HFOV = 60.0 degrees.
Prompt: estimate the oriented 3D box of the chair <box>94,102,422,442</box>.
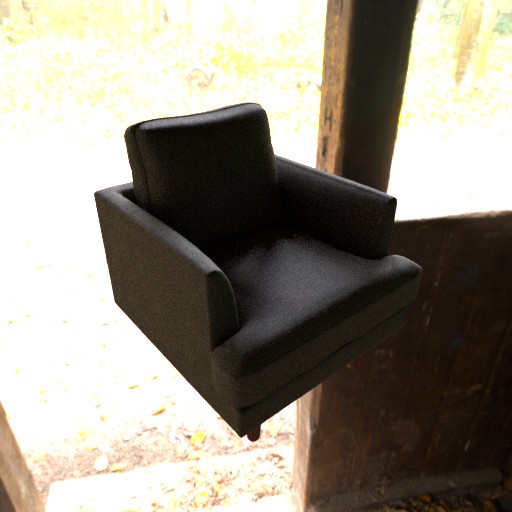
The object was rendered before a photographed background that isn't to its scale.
[{"bbox_3d":[0.000,0.000,1.642,0.858,0.957,0.899,-22,37,-33],"label":"chair"}]
